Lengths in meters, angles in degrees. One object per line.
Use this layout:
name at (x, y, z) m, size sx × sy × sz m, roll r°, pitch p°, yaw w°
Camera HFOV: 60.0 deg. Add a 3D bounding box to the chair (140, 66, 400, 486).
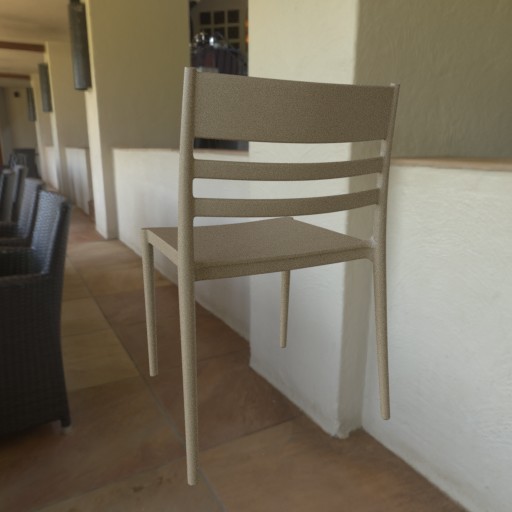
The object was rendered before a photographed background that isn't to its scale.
chair at (0.000, 0.000, 1.120) m, size 0.531 × 0.800 × 0.511 m, roll -7°, pitch 15°, yaw -25°
